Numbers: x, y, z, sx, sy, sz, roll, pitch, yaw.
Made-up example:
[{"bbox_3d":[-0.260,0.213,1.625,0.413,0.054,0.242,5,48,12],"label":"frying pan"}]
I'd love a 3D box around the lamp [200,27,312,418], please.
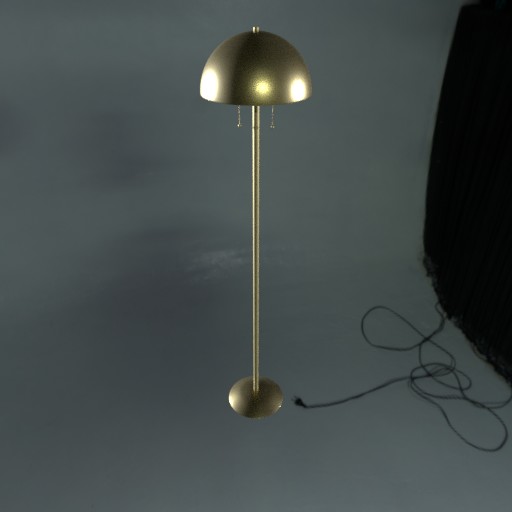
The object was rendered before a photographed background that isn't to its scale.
[{"bbox_3d":[0.000,0.000,1.608,0.328,1.480,0.328,-9,33,-15],"label":"lamp"}]
